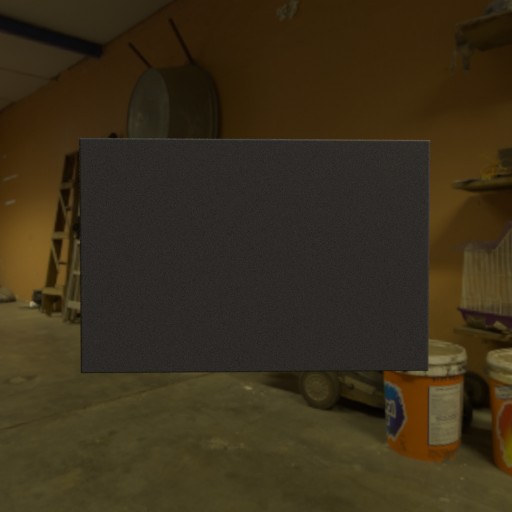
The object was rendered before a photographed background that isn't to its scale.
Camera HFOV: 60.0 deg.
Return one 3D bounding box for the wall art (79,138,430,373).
[{"bbox_3d":[0.000,0.000,0.792,0.610,0.406,0.037,0,1,-1],"label":"wall art"}]
